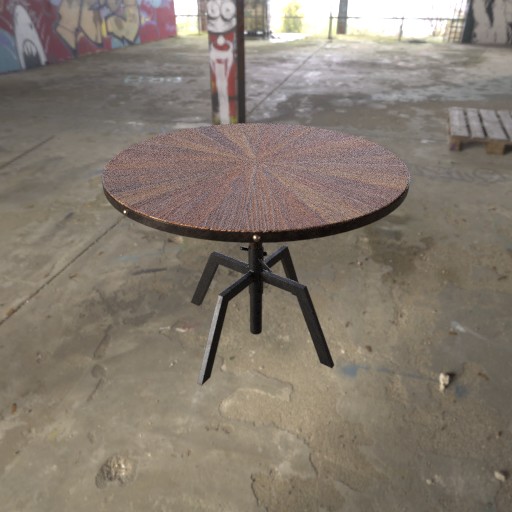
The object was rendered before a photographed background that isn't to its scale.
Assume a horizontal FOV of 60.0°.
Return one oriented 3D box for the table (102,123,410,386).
[{"bbox_3d":[0.000,0.000,1.494,0.885,0.658,0.885,0,31,0],"label":"table"}]
